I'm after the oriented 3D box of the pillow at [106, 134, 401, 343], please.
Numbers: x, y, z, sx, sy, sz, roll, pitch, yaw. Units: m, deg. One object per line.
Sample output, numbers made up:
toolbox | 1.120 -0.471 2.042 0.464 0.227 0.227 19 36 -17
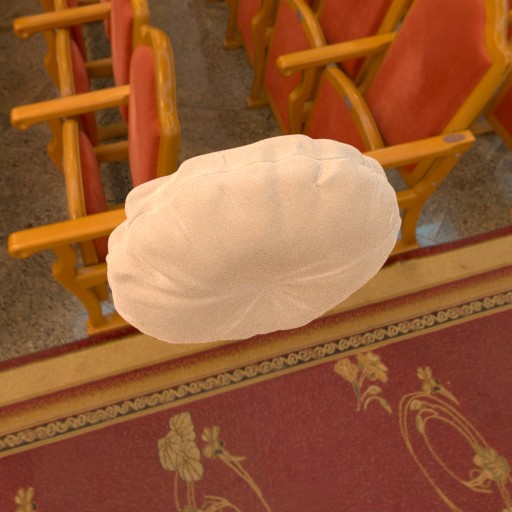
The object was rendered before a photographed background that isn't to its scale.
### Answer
pillow | 0.000 0.000 0.642 0.428 0.407 0.148 -13 59 -8
